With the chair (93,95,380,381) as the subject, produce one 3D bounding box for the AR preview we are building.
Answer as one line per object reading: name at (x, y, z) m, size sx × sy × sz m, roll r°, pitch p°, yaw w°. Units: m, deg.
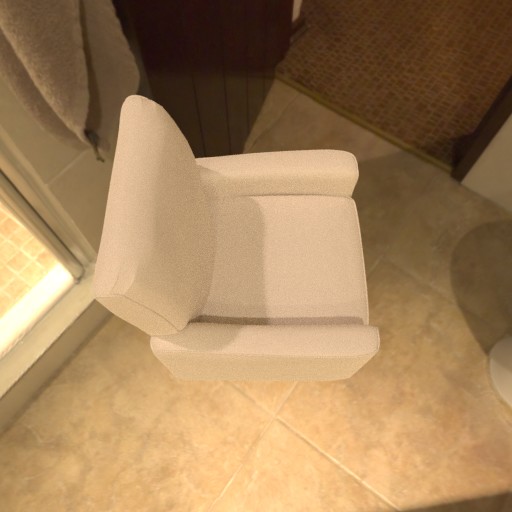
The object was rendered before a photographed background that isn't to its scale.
chair at (0.000, 0.000, 1.686) m, size 0.858 × 1.028 × 0.841 m, roll 0°, pitch 65°, yaw 0°
